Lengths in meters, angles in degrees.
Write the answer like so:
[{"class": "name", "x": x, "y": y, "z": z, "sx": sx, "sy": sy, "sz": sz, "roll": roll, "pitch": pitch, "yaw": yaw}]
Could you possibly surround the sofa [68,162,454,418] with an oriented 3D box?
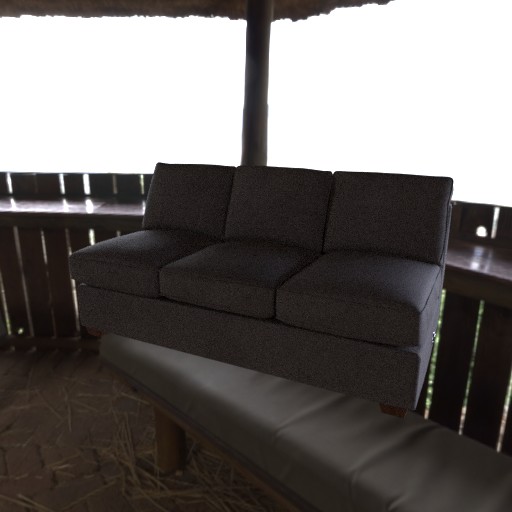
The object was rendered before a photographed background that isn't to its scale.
[{"class": "sofa", "x": 0.000, "y": 0.000, "z": 2.533, "sx": 1.962, "sy": 0.973, "sz": 1.027, "roll": 8, "pitch": 17, "yaw": 26}]
